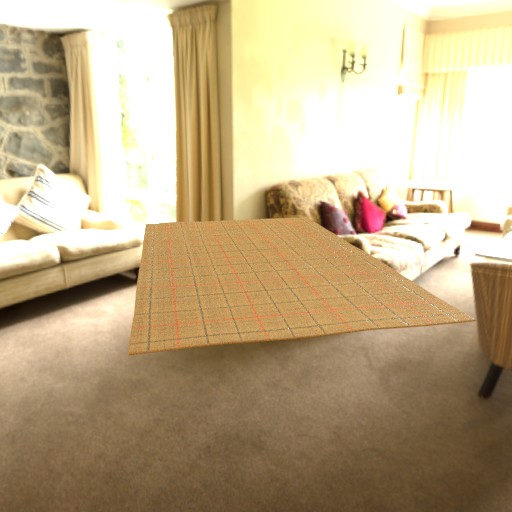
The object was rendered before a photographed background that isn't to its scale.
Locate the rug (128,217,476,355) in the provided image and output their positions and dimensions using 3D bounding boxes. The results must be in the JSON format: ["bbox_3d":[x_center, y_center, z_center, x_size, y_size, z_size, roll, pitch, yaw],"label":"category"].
[{"bbox_3d":[0.000,0.000,3.004,1.524,0.015,2.439,-3,17,-11],"label":"rug"}]
